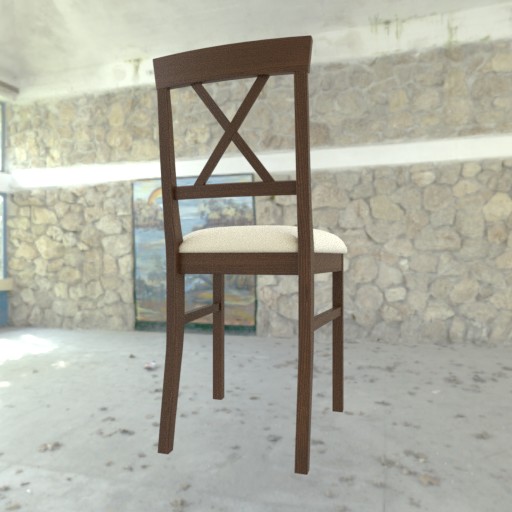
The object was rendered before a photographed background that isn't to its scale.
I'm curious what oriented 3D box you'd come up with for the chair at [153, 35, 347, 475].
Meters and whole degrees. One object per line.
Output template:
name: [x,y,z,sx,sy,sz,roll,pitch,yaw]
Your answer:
chair: [0.000,0.000,1.183,0.440,0.913,0.480,0,0,17]
